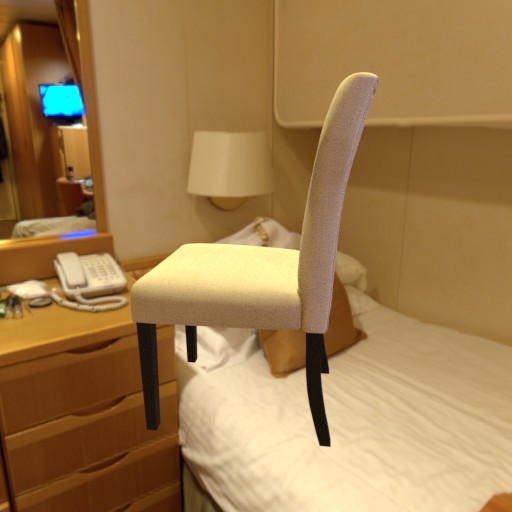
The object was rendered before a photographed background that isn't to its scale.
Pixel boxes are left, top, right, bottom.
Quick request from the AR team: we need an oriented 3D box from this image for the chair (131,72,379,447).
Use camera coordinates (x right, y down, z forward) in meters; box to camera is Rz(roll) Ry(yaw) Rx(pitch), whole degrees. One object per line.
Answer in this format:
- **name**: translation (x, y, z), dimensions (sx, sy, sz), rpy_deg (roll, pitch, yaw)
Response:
- **chair**: translation (0.000, 0.000, 1.270), dimensions (0.597, 0.921, 0.509), rpy_deg (2, 16, 8)
